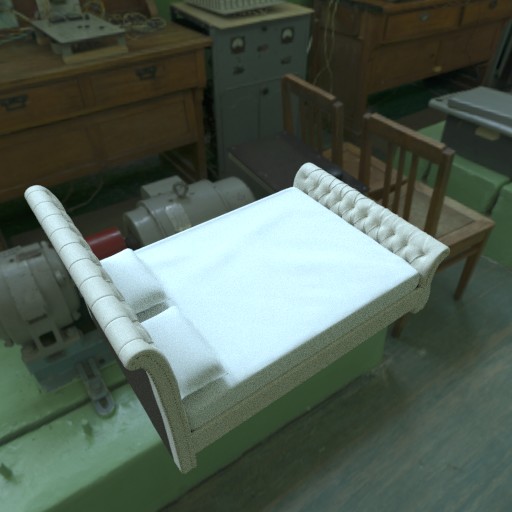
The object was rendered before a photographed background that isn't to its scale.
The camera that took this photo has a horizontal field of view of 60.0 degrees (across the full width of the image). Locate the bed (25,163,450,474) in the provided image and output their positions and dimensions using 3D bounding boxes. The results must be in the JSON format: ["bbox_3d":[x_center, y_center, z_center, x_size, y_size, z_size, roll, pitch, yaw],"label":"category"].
[{"bbox_3d":[0.000,0.000,3.269,2.493,1.268,1.606,-25,47,-26],"label":"bed"}]
